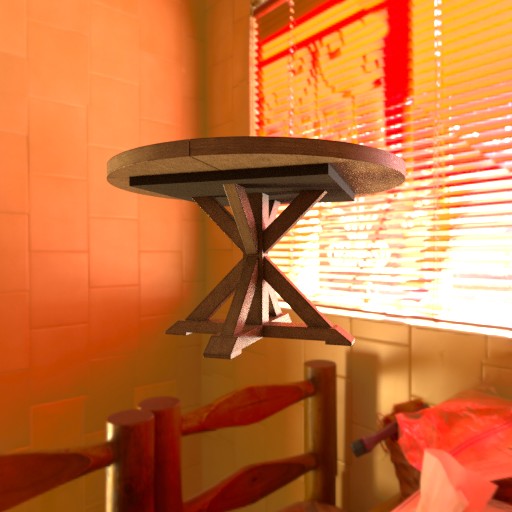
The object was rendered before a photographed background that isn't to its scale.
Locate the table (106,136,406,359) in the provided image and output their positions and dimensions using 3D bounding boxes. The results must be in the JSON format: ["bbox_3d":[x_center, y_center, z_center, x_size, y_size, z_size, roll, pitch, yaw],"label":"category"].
[{"bbox_3d":[0.000,0.000,2.124,1.363,0.781,1.363,0,0,0],"label":"table"}]
